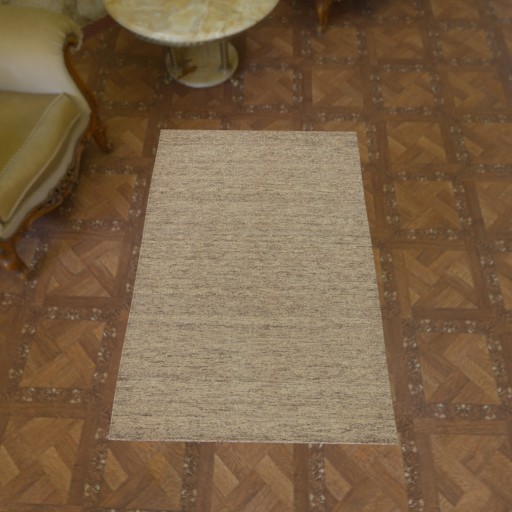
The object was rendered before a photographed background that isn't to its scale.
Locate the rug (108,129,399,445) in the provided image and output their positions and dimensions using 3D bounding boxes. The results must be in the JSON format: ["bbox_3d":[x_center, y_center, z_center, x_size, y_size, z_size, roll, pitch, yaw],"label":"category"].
[{"bbox_3d":[0.000,0.000,2.921,1.547,0.013,2.283,1,60,0],"label":"rug"}]
